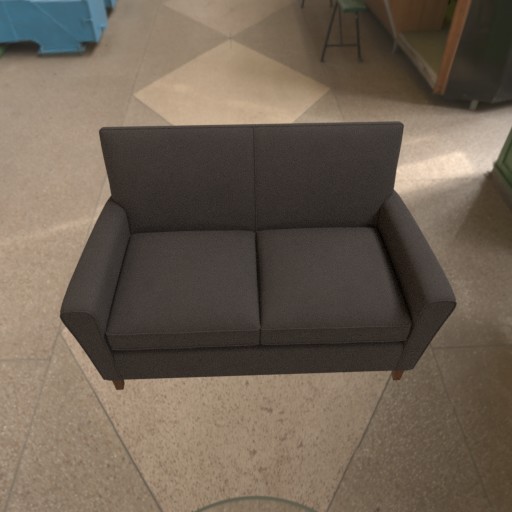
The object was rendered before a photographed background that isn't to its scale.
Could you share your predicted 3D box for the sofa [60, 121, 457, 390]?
[{"bbox_3d":[0.000,0.000,1.983,1.420,0.846,0.871,-2,46,-2],"label":"sofa"}]
